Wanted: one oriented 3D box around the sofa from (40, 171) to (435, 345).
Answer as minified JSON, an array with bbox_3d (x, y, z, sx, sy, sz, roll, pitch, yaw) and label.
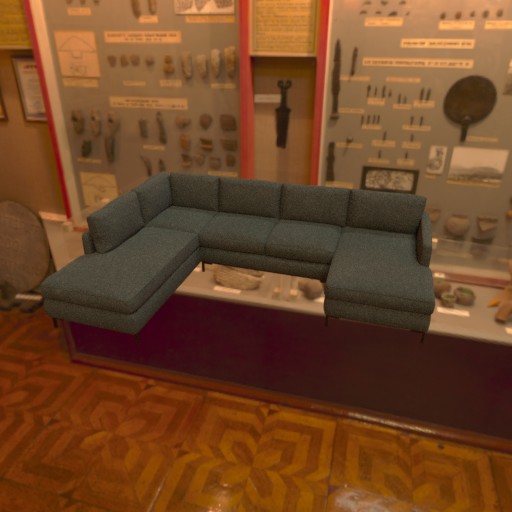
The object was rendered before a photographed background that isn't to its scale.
[{"bbox_3d":[0.000,0.000,3.899,2.956,0.813,2.007,8,29,15],"label":"sofa"}]
